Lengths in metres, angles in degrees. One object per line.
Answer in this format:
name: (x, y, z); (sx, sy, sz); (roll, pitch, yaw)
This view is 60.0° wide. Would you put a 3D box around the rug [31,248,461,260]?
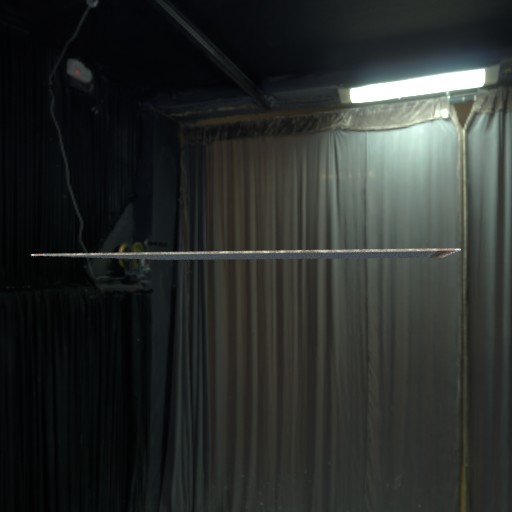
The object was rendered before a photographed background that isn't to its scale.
rug: (0.000, 0.000, 2.513); (2.029, 0.010, 1.237); (-1, -2, 20)
